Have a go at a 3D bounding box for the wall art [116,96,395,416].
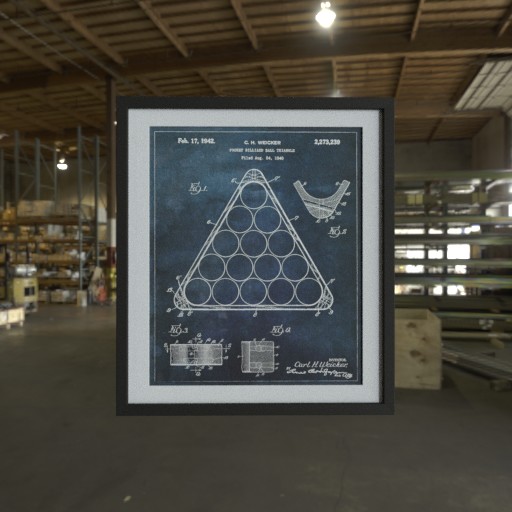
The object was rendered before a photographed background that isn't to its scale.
[{"bbox_3d":[0.000,0.000,1.213,0.755,0.863,0.028,0,0,-1],"label":"wall art"}]
